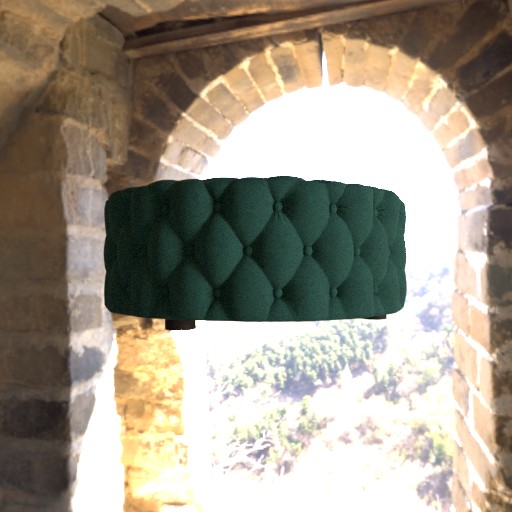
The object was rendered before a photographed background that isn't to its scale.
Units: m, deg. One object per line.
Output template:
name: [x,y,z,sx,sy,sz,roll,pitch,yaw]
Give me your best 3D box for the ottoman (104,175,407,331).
ottoman: [0.000,0.000,1.527,0.998,0.399,0.998,0,-1,0]
